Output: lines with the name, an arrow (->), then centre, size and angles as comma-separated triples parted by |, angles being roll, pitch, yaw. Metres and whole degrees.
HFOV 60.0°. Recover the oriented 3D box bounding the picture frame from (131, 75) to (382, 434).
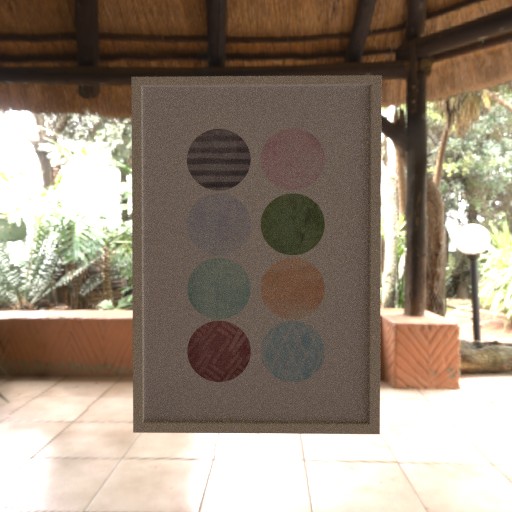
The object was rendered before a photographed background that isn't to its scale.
picture frame -> 0.000, 0.000, 0.821 | 0.457, 0.657, 0.013 | 0, 1, 1
